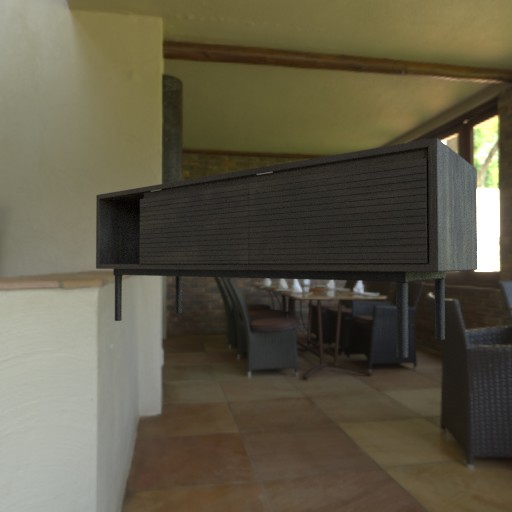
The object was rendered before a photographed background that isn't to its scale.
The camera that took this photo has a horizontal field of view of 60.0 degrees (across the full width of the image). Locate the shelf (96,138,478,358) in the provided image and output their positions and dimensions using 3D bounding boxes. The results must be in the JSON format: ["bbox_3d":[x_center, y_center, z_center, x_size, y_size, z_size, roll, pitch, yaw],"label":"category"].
[{"bbox_3d":[0.000,0.000,1.511,1.300,0.495,0.400,-1,-1,38],"label":"shelf"}]
